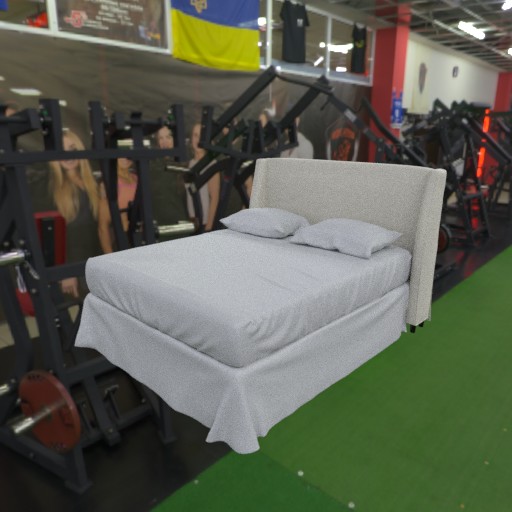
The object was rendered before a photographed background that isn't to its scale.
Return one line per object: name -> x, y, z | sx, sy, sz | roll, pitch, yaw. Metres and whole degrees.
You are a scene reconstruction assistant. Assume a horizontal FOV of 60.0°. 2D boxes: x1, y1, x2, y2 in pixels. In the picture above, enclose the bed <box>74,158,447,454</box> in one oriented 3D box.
bed -> 0.000, 0.000, 3.424 | 1.925, 1.332, 2.276 | 15, 22, 42
